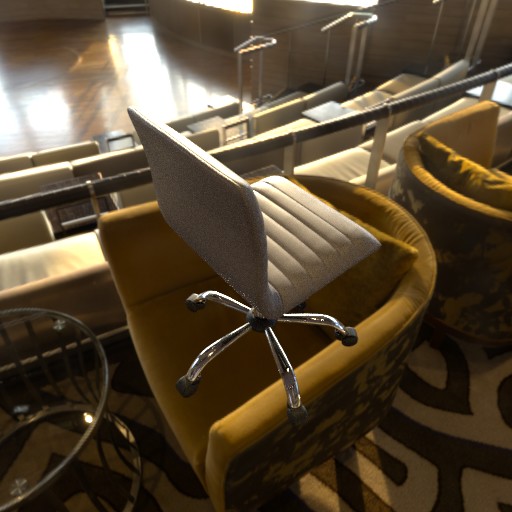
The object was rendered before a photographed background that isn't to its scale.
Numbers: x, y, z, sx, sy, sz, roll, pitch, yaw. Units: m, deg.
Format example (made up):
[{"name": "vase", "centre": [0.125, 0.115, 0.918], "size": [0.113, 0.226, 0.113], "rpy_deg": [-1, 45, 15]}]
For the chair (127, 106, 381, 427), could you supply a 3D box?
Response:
[{"name": "chair", "centre": [0.000, 0.000, 1.112], "size": [0.542, 0.750, 0.569], "rpy_deg": [-27, 48, -27]}]
